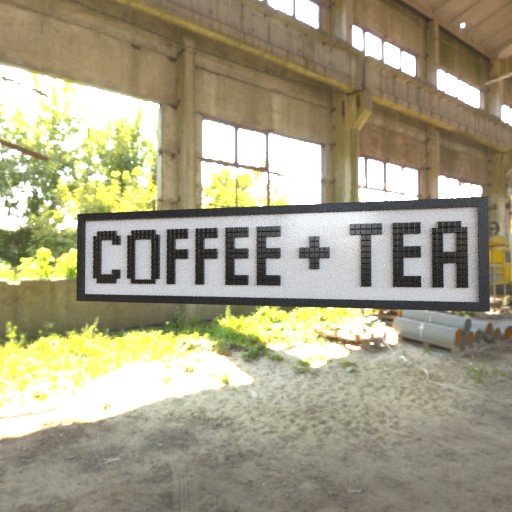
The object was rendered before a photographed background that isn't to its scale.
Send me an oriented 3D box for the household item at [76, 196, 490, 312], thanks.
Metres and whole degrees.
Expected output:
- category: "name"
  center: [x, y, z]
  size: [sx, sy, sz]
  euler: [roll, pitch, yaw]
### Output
- category: "household item"
  center: [0.000, 0.000, 1.062]
  size: [1.001, 0.236, 0.030]
  euler: [0, -2, 17]
